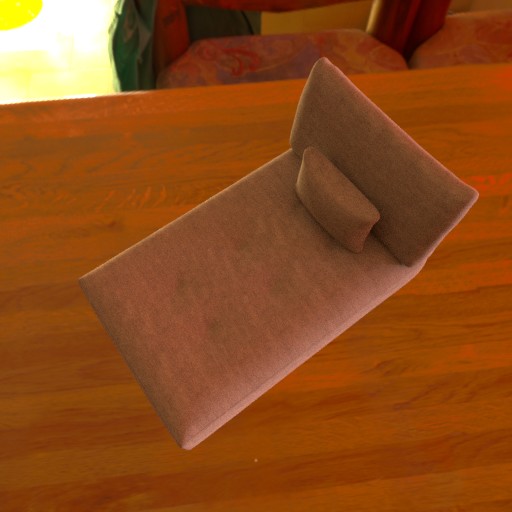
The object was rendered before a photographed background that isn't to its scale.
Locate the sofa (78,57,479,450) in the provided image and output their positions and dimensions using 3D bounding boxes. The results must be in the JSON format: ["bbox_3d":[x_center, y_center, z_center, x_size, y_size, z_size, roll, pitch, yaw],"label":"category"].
[{"bbox_3d":[0.000,0.000,1.969,1.450,0.820,0.930,-34,70,-14],"label":"sofa"}]
